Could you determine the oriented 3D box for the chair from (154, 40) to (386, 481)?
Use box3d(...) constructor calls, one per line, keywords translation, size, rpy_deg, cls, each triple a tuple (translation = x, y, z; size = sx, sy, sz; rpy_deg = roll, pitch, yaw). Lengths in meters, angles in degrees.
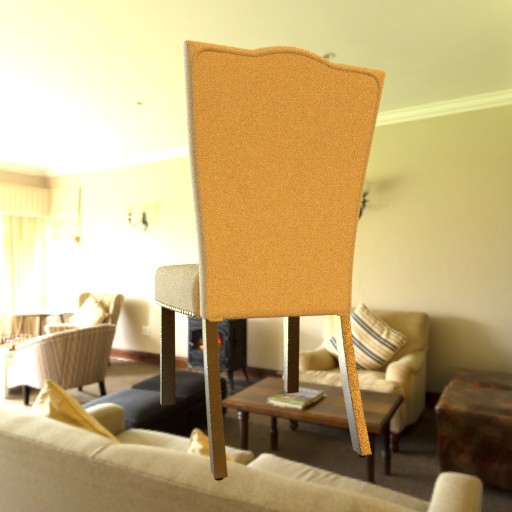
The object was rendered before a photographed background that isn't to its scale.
box3d(translation=(0.000, 0.000, 1.254), size=(0.518, 0.946, 0.589), rpy_deg=(0, -1, -18), cls="chair")
